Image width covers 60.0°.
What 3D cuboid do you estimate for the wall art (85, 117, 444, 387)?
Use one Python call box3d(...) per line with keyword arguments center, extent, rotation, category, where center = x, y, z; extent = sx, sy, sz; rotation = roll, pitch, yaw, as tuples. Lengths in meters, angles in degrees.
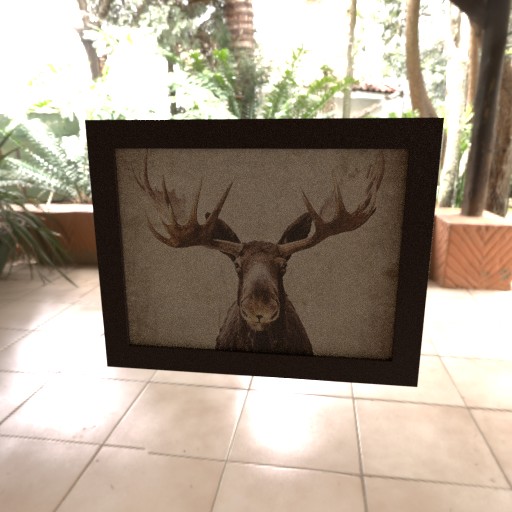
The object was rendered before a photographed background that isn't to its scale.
box3d(center=(0.000, 0.000, 1.610), extent=(1.207, 0.952, 0.034), rotation=(2, 14, 7), category="wall art")
